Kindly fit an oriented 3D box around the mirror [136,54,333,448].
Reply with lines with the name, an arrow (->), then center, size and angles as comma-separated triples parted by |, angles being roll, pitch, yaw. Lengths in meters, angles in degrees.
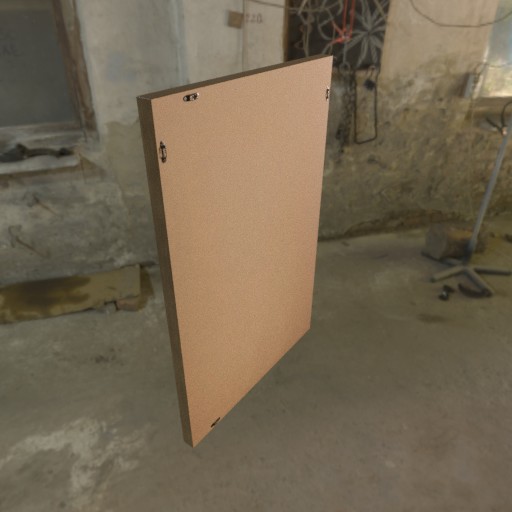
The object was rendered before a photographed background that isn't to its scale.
mirror -> 0.000, 0.000, 1.174 | 0.041, 0.915, 0.609 | 22, 38, 31
